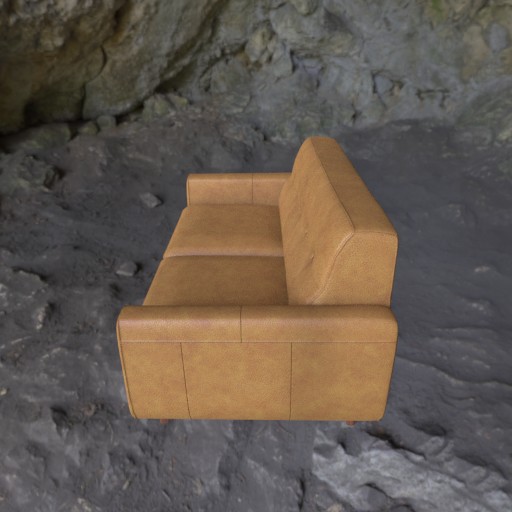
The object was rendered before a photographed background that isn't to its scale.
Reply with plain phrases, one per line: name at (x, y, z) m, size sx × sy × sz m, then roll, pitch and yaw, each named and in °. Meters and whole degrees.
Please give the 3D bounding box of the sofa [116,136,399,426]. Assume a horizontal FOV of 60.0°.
sofa at (0.000, 0.000, 2.226) m, size 0.952 × 0.925 × 1.651 m, roll 0°, pitch 27°, yaw 1°
